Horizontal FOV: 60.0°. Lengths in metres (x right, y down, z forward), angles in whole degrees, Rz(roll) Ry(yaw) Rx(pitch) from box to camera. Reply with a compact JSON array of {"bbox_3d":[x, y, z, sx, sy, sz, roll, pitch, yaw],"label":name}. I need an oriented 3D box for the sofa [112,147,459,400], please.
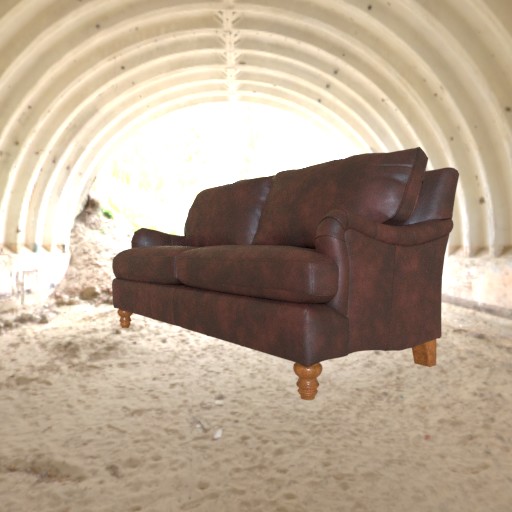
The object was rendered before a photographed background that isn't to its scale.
[{"bbox_3d":[0.000,0.000,2.777,1.147,1.071,2.144,-1,1,-37],"label":"sofa"}]
